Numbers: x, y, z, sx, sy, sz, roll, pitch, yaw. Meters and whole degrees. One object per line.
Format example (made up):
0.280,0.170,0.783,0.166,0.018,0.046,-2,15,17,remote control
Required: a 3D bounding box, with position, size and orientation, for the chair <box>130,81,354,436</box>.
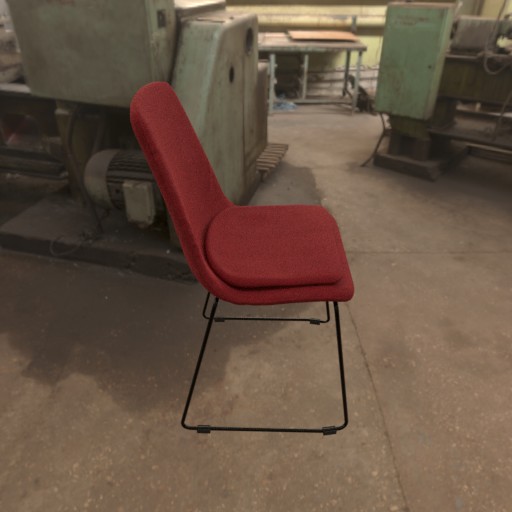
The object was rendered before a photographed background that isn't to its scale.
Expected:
0.000,0.000,1.188,0.518,0.858,0.479,1,33,1,chair
